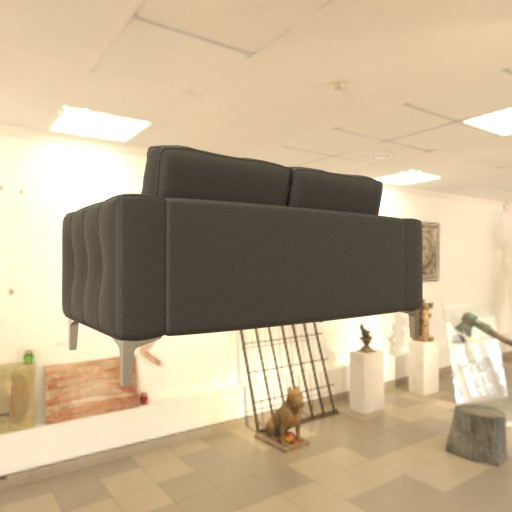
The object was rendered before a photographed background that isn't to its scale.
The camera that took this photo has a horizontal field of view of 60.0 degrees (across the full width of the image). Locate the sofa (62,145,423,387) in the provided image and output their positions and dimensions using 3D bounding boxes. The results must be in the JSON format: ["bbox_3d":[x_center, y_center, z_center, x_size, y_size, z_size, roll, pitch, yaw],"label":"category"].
[{"bbox_3d":[0.000,0.000,2.277,1.726,0.893,0.833,0,-1,-36],"label":"sofa"}]
